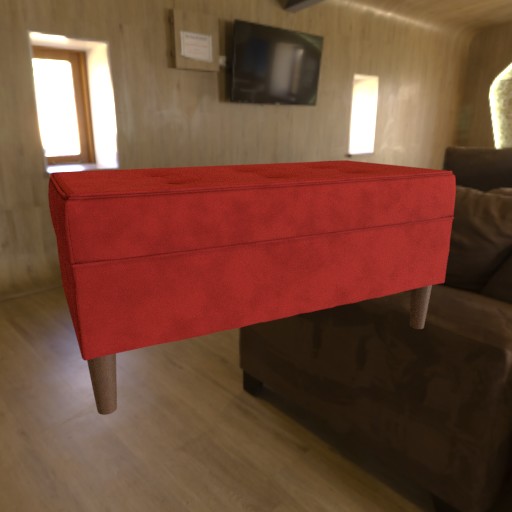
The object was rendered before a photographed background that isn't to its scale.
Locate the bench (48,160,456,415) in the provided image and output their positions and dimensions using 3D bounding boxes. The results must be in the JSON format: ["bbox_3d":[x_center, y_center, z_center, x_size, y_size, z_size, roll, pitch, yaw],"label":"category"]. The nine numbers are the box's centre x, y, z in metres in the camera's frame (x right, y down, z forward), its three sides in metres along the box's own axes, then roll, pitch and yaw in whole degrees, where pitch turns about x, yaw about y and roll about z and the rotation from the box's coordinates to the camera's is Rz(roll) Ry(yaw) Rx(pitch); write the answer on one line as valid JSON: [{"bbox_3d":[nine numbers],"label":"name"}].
[{"bbox_3d":[0.000,0.000,1.251,1.016,0.471,0.492,-8,18,-26],"label":"bench"}]
